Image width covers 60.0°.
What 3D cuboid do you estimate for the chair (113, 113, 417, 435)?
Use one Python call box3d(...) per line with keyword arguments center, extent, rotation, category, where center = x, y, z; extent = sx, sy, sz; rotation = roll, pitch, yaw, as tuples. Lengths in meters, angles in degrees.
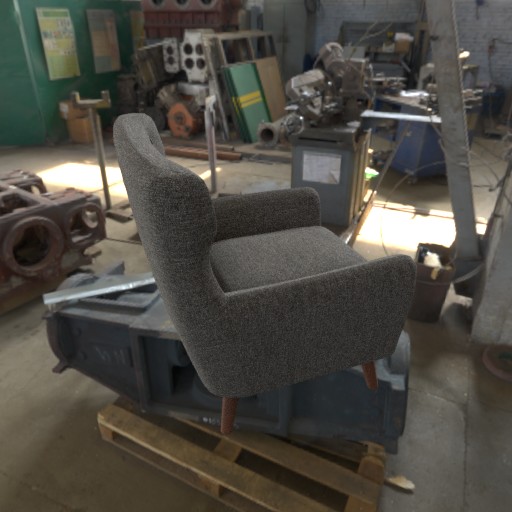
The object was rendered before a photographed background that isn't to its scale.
box3d(center=(0.000, 0.000, 1.773), extent=(0.940, 1.039, 0.889), rotation=(-10, 30, -18), category="chair")
